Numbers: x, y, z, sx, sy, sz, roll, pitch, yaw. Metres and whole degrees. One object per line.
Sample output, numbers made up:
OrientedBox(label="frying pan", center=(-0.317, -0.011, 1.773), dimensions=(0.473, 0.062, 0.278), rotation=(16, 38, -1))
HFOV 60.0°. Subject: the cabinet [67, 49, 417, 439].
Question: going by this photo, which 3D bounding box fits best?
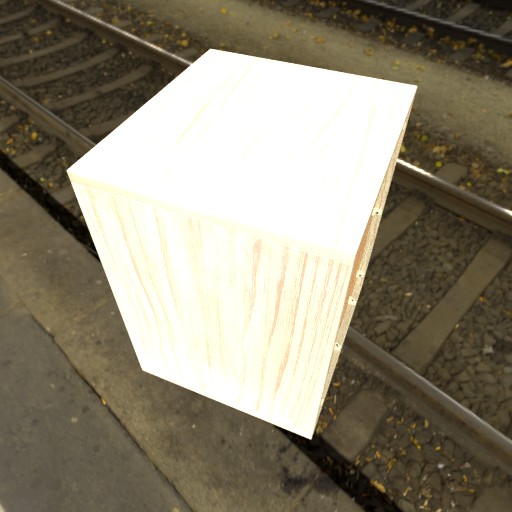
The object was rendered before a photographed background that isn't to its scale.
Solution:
OrientedBox(label="cabinet", center=(0.000, 0.000, 0.861), dimensions=(0.401, 0.579, 0.409), rotation=(17, 49, 15))
